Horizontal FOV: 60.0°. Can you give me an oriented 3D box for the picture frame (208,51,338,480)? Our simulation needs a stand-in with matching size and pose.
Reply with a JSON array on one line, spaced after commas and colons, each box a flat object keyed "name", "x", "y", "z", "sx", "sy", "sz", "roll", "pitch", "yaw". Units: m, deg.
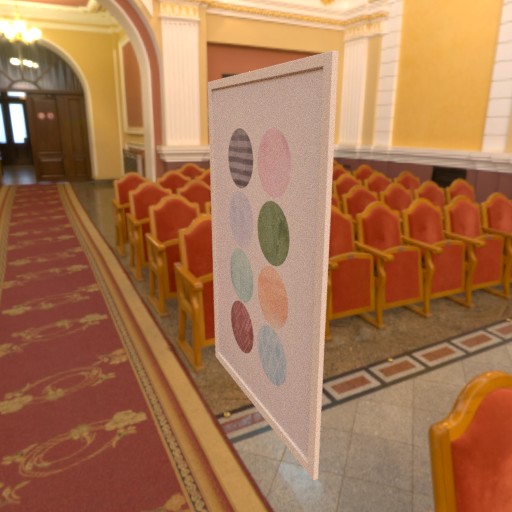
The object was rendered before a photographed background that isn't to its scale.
[{"name": "picture frame", "x": 0.000, "y": 0.000, "z": 1.212, "sx": 0.013, "sy": 0.940, "sz": 0.659, "roll": -8, "pitch": 18, "yaw": -25}]
